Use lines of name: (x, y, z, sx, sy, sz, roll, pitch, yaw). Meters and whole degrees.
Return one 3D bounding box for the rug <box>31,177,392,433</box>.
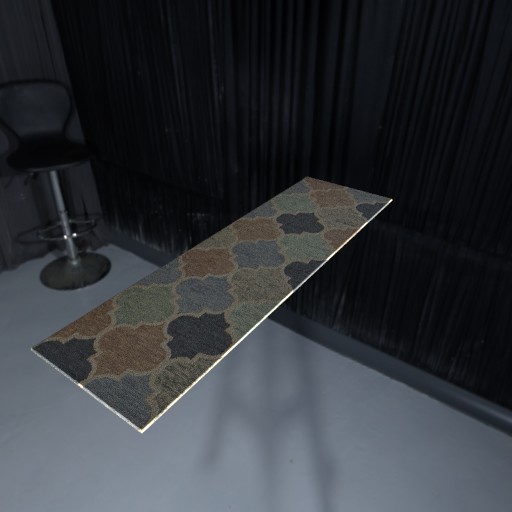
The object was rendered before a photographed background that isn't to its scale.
rug: (0.000, 0.000, 2.474, 0.687, 0.011, 2.287, 21, 38, 30)
